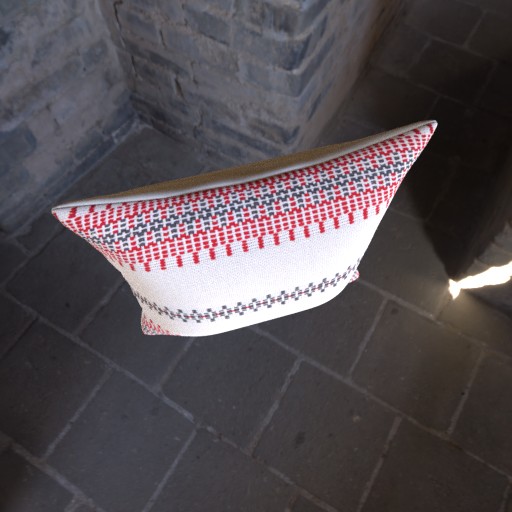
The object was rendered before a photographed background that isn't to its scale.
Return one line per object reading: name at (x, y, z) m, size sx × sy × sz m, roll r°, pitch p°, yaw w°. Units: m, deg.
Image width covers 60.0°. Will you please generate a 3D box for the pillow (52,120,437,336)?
pillow at (0.000, 0.000, 0.711) m, size 0.463 × 0.454 × 0.160 m, roll -14°, pitch 64°, yaw -7°
